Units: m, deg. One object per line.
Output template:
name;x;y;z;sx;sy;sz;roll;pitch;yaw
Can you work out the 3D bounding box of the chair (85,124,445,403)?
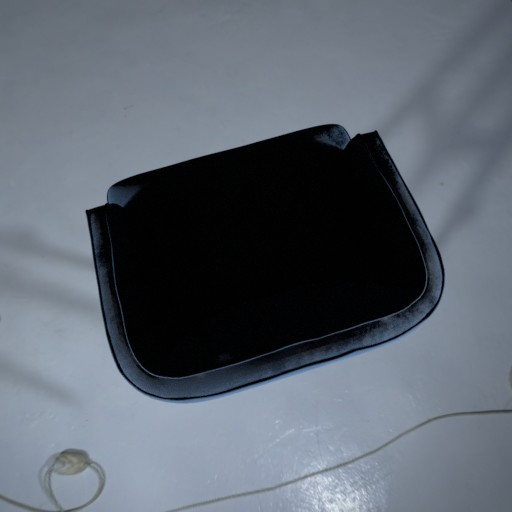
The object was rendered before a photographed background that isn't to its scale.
chair;0.000;0.000;1.749;1.094;0.852;0.940;-16;75;-4
